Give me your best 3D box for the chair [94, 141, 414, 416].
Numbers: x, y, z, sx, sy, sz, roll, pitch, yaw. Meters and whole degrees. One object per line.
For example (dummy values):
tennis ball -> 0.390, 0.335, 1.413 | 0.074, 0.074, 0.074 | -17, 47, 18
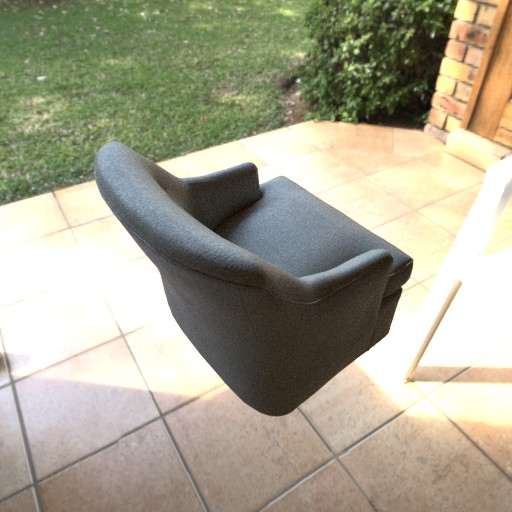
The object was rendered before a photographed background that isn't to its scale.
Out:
chair -> 0.000, 0.000, 1.648 | 0.923, 0.856, 0.864 | -27, 48, -27
